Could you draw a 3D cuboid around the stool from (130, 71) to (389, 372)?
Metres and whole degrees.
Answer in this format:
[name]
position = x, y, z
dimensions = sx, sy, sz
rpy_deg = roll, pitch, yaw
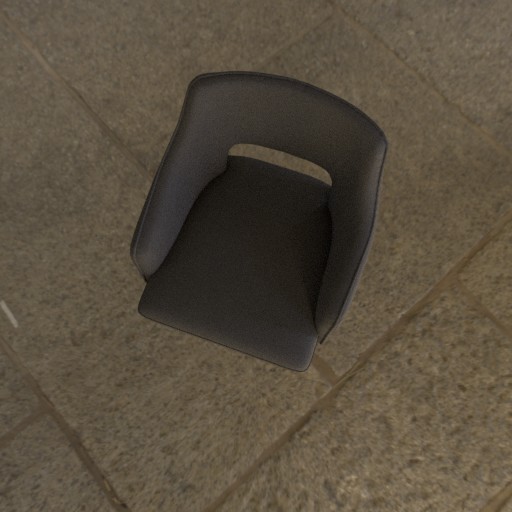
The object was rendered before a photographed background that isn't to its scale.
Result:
[stool]
position = 0.000, 0.000, 1.287
dimensions = 0.548, 0.912, 0.558
rpy_deg = 19, 75, 5
